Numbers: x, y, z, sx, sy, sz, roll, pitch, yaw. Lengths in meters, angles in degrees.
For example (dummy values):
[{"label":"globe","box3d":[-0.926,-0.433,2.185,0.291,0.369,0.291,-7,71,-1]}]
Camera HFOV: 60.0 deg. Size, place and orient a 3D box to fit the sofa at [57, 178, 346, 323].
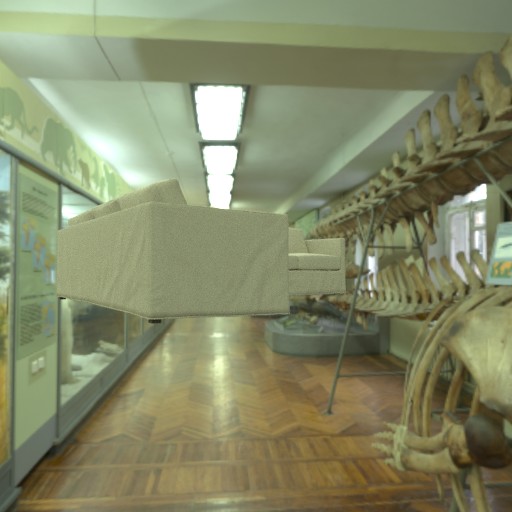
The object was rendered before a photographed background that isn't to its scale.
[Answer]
[{"label":"sofa","box3d":[0.000,0.000,4.357,3.182,0.871,2.432,1,-2,-36]}]
